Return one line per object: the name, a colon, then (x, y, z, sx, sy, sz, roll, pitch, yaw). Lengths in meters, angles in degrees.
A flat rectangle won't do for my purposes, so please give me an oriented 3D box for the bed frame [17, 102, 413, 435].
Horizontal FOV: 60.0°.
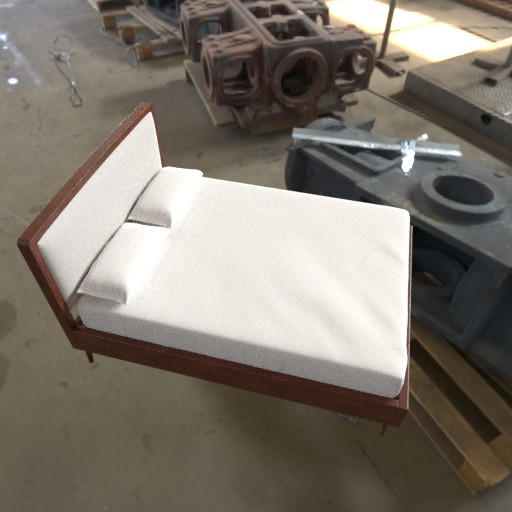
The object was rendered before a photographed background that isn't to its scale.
bed frame: (0.000, 0.000, 3.082, 2.171, 1.279, 1.587, 11, 47, 10)
